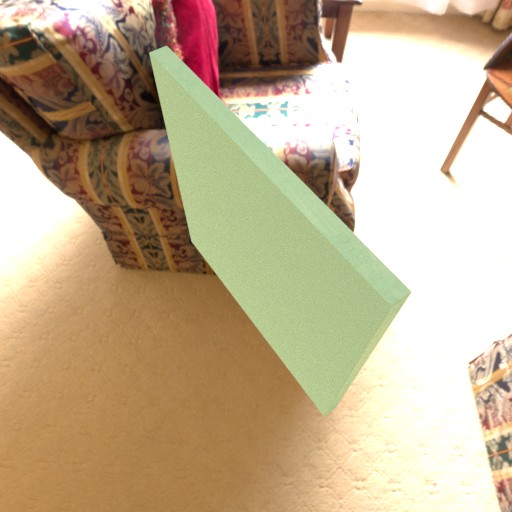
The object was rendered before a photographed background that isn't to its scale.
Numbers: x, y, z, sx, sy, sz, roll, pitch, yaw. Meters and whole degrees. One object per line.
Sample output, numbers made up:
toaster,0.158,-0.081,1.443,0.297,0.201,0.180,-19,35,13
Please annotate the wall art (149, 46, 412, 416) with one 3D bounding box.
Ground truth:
wall art,0.000,0.000,0.914,0.036,0.603,0.603,-31,63,-18
